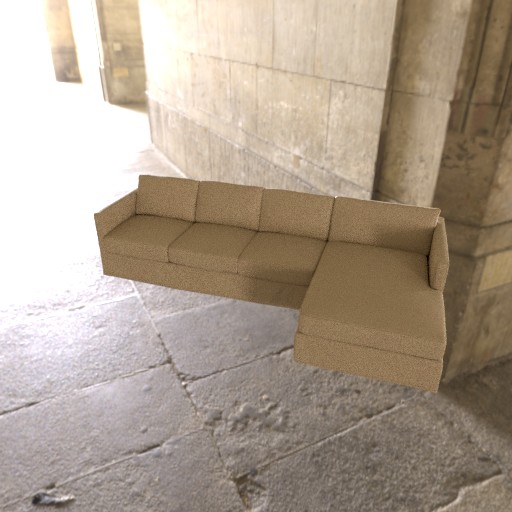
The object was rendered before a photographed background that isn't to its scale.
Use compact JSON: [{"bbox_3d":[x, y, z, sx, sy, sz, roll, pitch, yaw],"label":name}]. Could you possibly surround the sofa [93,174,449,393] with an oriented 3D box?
[{"bbox_3d":[0.000,0.000,3.974,3.206,0.871,1.622,9,29,16],"label":"sofa"}]
